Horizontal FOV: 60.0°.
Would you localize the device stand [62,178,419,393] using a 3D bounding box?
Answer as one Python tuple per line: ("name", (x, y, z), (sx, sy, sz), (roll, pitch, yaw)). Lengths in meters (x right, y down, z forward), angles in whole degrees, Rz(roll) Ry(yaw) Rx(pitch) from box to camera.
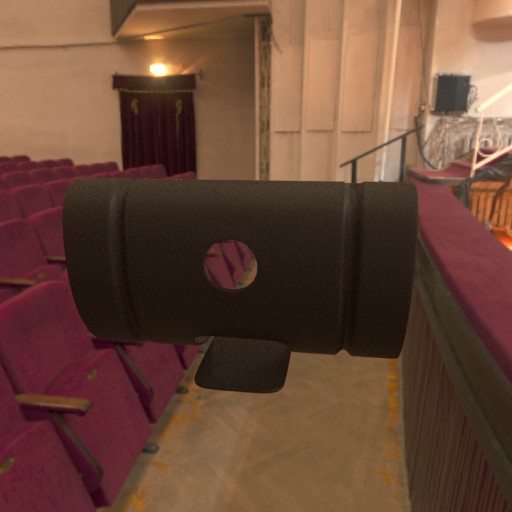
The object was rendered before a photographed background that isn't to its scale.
("device stand", (0.000, 0.000, 0.412), (0.256, 0.155, 0.236), (2, 15, 8))
